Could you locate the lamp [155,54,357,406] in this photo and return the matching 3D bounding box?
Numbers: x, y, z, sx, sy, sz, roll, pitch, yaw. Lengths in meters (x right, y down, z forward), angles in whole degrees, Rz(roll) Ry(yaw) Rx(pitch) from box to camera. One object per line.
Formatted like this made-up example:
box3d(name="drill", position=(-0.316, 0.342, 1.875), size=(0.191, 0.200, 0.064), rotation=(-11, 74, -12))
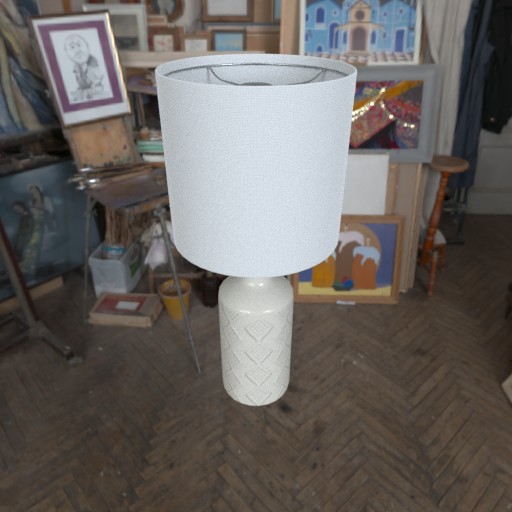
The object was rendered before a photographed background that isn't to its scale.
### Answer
box3d(name="lamp", position=(0.000, 0.000, 0.581), size=(0.207, 0.461, 0.207), rotation=(-20, 37, -30))
